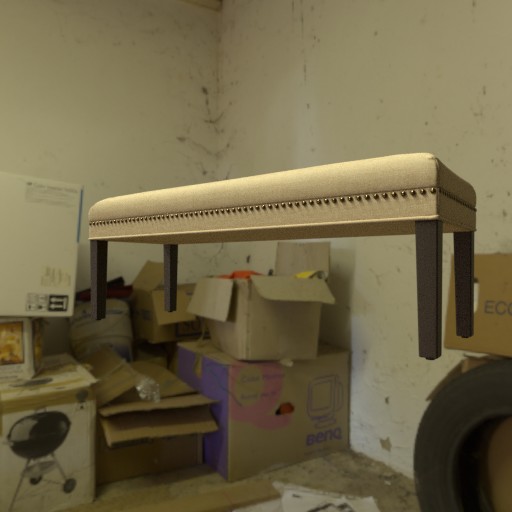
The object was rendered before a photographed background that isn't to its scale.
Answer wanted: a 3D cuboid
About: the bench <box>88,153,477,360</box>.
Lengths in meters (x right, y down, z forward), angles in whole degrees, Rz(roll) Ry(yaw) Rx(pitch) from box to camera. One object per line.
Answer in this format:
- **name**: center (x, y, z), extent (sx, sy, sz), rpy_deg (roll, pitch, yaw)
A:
- **bench**: center (0.000, 0.000, 1.417), extent (1.219, 0.457, 0.410), rpy_deg (-1, -2, 36)
